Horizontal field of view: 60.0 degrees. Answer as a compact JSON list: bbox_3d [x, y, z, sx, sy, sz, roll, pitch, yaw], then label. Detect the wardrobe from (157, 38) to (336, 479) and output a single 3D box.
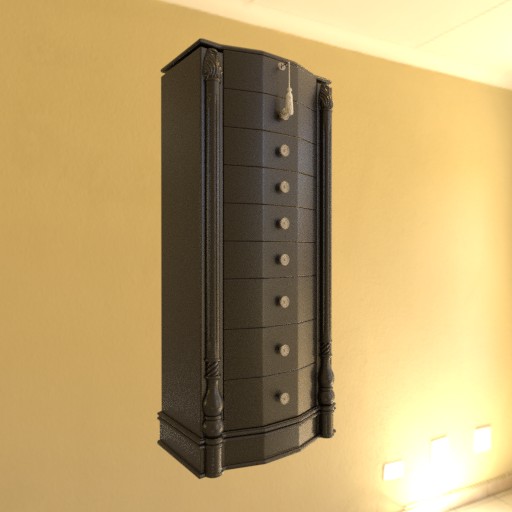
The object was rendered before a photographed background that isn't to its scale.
[{"bbox_3d":[0.000,0.000,1.202,0.444,1.011,0.295,0,0,-36],"label":"wardrobe"}]
